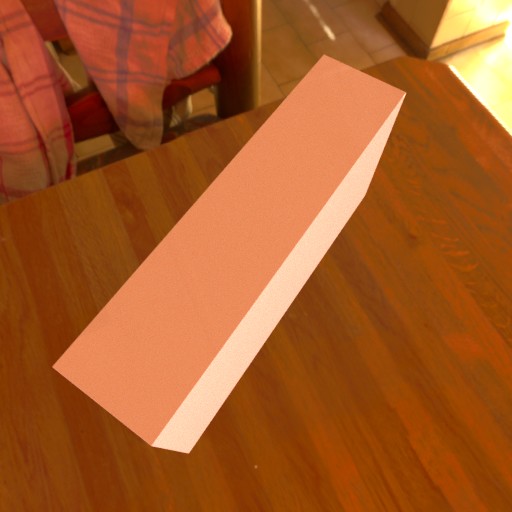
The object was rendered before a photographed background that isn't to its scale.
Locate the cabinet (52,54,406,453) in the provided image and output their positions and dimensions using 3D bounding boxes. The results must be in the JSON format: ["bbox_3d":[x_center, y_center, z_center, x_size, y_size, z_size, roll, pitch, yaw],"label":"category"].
[{"bbox_3d":[0.000,0.000,1.974,0.400,0.800,1.650,32,69,14],"label":"cabinet"}]
